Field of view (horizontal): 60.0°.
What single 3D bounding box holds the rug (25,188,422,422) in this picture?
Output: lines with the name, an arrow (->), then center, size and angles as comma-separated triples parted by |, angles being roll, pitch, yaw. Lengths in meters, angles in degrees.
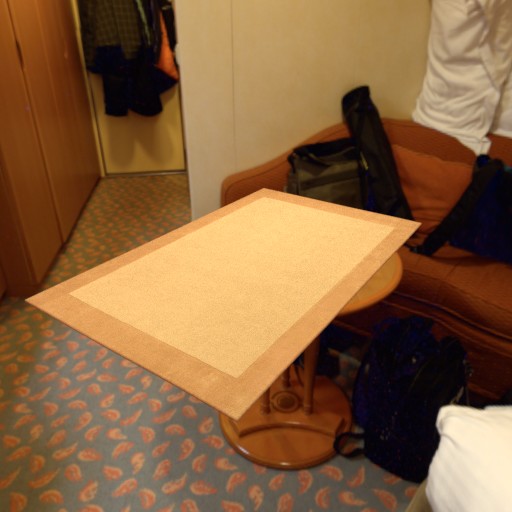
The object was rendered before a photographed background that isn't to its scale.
rug -> 0.000, 0.000, 3.027 | 1.524, 0.014, 2.438 | 18, 32, 31
